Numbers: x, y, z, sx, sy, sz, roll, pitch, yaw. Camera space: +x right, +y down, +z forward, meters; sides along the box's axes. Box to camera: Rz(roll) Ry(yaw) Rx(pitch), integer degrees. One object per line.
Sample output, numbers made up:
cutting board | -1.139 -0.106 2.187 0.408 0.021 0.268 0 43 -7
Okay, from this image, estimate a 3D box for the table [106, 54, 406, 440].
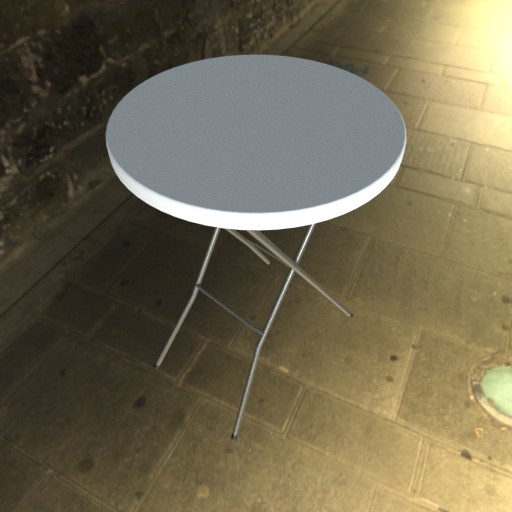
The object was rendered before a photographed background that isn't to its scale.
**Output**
table | 0.000 0.000 1.596 0.792 1.105 0.795 33 55 27
